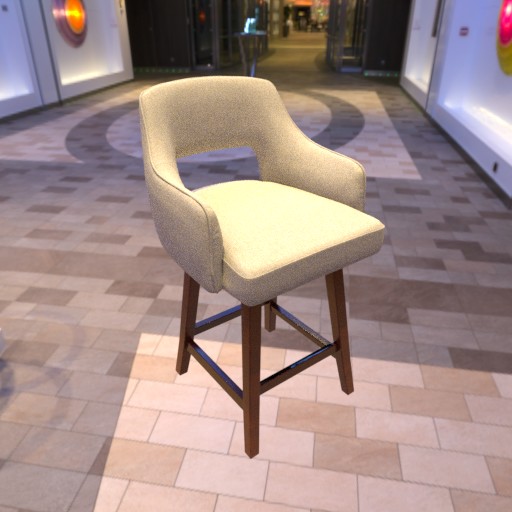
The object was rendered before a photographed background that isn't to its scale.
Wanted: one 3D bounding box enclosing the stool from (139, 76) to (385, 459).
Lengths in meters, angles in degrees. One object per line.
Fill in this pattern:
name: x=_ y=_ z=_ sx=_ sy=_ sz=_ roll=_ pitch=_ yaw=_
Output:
stool: x=0.000 y=0.000 z=1.306 sx=0.550 sy=0.936 sz=0.560 roll=-20 pitch=34 yaw=-32
